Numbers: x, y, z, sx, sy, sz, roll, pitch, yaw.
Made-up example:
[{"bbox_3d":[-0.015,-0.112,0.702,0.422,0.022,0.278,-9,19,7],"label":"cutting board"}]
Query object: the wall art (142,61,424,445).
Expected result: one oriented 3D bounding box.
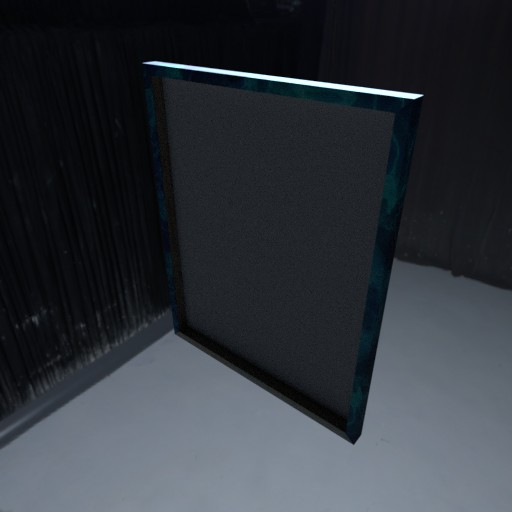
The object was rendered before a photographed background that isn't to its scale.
[{"bbox_3d":[0.000,0.000,1.000,0.609,0.760,0.038,23,37,33],"label":"wall art"}]
